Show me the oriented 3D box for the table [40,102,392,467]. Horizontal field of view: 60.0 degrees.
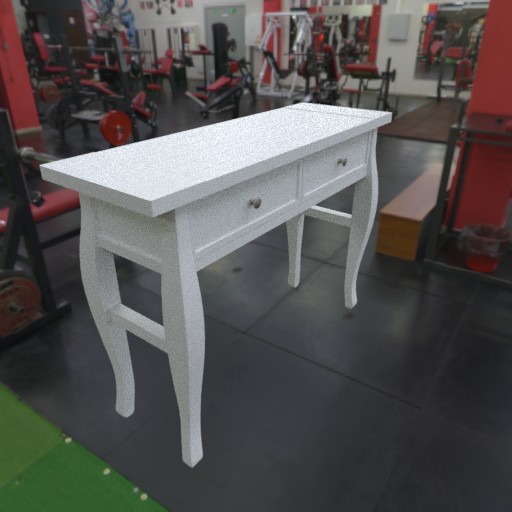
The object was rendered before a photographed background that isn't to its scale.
[{"bbox_3d":[0.000,0.000,1.403,0.373,0.768,1.062,19,33,32],"label":"table"}]
